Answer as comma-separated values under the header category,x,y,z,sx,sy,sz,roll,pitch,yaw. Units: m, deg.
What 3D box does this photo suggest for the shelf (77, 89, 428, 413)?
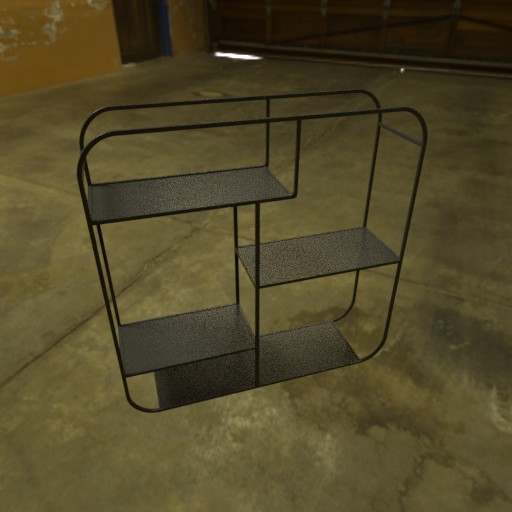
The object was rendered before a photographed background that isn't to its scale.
category,x,y,z,sx,sy,sz,roll,pitch,yaw
shelf,0.000,0.000,0.914,0.600,0.600,0.160,-9,33,-15
